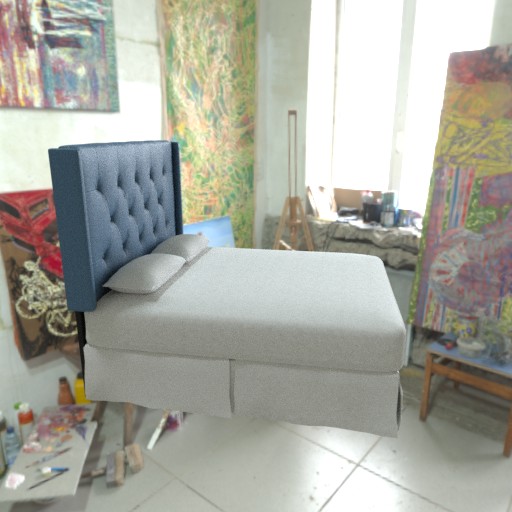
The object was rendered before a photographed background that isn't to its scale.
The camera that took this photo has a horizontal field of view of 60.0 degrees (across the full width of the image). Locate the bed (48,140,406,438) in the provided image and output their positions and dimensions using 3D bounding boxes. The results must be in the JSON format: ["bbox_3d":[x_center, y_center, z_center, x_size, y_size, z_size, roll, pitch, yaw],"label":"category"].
[{"bbox_3d":[0.000,0.000,3.340,2.078,1.665,1.719,3,16,10],"label":"bed"}]
